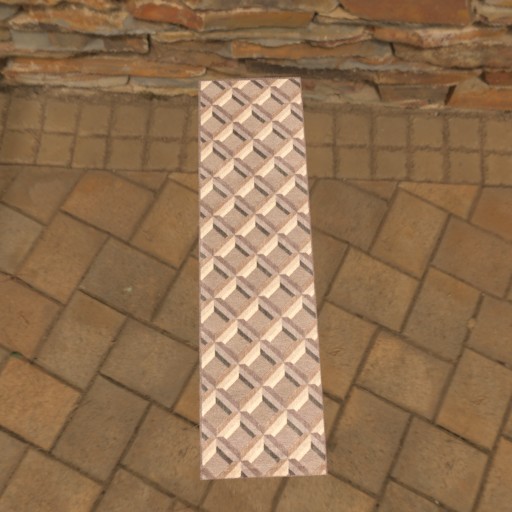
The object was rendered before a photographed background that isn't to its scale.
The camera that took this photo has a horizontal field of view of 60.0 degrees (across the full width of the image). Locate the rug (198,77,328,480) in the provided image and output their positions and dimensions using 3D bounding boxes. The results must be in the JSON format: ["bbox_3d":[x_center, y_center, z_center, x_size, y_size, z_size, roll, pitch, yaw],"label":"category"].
[{"bbox_3d":[0.000,0.000,2.656,0.685,0.013,2.437,-2,76,0],"label":"rug"}]
